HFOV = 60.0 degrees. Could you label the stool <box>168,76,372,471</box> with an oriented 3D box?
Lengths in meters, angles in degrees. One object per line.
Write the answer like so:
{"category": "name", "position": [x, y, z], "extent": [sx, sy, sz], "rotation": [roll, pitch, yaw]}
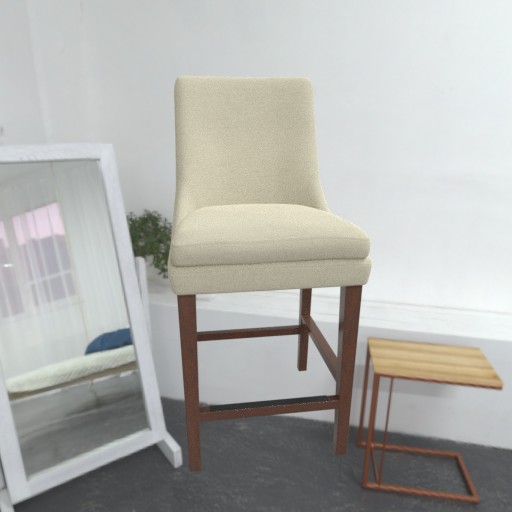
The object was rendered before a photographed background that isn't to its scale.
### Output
{"category": "stool", "position": [0.000, 0.000, 1.256], "extent": [0.470, 0.981, 0.577], "rotation": [-3, 18, -8]}
